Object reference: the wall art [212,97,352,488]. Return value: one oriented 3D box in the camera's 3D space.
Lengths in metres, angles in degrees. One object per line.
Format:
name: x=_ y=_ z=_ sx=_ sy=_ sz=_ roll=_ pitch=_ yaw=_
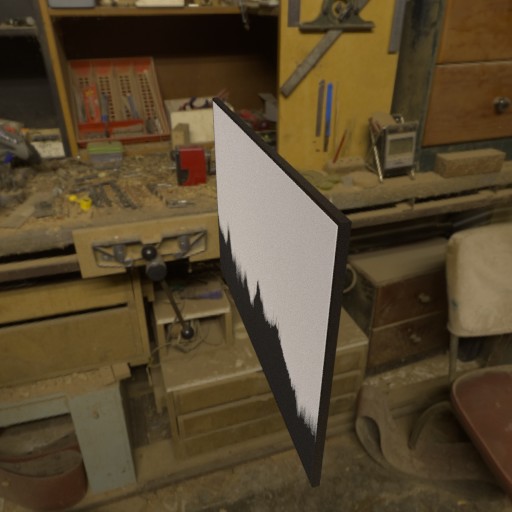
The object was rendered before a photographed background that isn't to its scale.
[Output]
wall art: x=0.000 y=0.000 z=1.222 sx=0.019 sy=0.660 sz=0.957 roll=-8 pitch=32 yaw=-14
